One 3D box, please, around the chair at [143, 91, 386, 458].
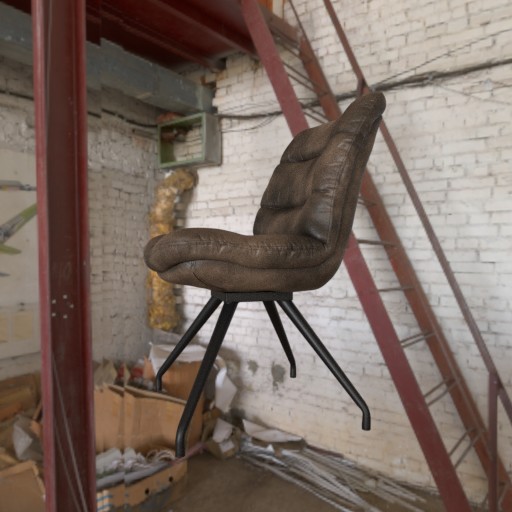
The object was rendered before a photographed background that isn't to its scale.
[{"bbox_3d":[0.000,0.000,1.274,0.622,0.870,0.549,0,1,-18],"label":"chair"}]
